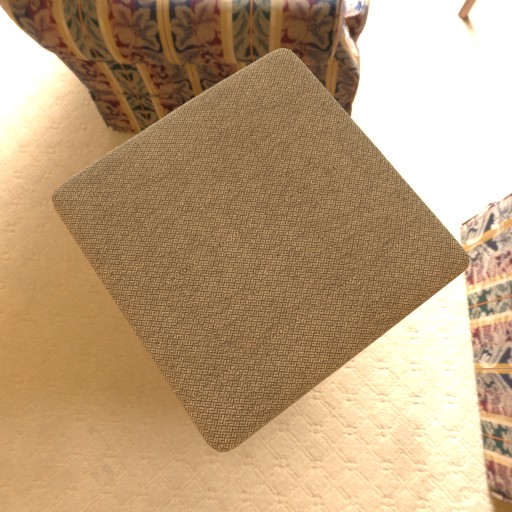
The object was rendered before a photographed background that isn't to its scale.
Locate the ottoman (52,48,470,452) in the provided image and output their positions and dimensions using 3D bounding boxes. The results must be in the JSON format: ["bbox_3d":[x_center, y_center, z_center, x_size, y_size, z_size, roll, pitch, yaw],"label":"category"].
[{"bbox_3d":[0.000,0.000,0.906,0.512,0.453,0.519,-35,78,-8],"label":"ottoman"}]
